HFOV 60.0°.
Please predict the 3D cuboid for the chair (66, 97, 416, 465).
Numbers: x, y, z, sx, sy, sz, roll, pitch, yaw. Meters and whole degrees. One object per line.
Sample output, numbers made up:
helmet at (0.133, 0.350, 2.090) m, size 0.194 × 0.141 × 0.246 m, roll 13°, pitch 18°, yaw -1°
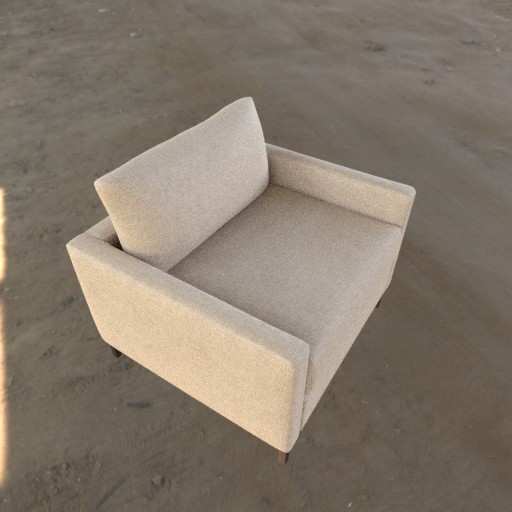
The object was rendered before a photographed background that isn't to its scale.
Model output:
chair at (0.000, 0.000, 1.655) m, size 0.866 × 0.861 × 0.963 m, roll 23°, pitch 47°, yaw 24°
